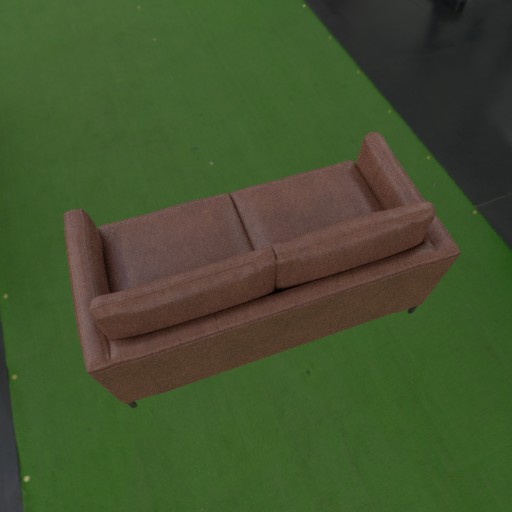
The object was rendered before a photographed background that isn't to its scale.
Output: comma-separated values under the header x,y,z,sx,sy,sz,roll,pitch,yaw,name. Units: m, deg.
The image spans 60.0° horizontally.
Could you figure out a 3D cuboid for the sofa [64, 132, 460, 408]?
x,y,z,sx,sy,sz,roll,pitch,yaw,name
0.000,0.000,2.352,1.797,0.883,0.899,-17,60,-10,sofa
